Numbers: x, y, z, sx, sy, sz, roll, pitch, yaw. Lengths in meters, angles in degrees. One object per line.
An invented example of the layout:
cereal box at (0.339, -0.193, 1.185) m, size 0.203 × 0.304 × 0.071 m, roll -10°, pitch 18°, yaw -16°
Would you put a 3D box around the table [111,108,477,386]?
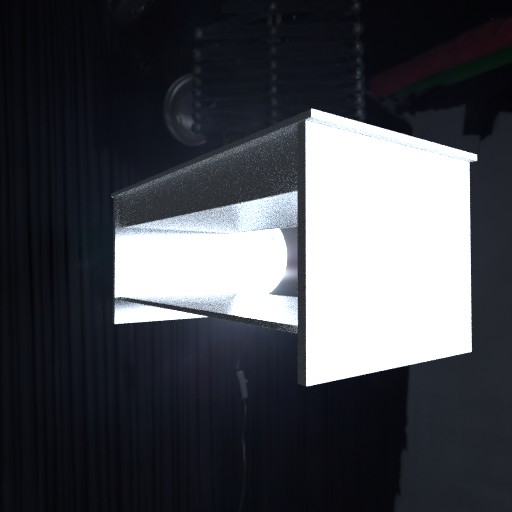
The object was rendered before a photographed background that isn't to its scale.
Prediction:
table at (0.000, 0.000, 1.247) m, size 0.500 × 0.441 × 1.000 m, roll 1°, pitch -2°, yaw -36°
